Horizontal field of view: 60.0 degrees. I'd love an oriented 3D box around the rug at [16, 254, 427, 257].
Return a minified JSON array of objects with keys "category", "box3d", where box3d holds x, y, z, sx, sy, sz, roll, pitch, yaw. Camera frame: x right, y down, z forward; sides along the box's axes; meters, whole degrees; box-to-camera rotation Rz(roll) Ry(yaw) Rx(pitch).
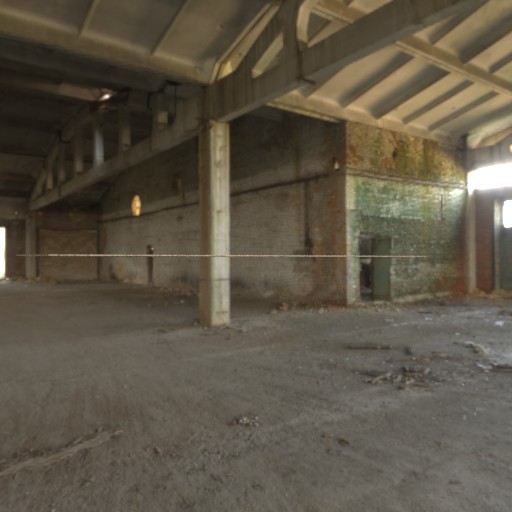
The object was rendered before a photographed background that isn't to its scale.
[{"category":"rug","box3d":[0.000,0.000,2.639,2.443,0.009,0.706,0,0,-37]}]
